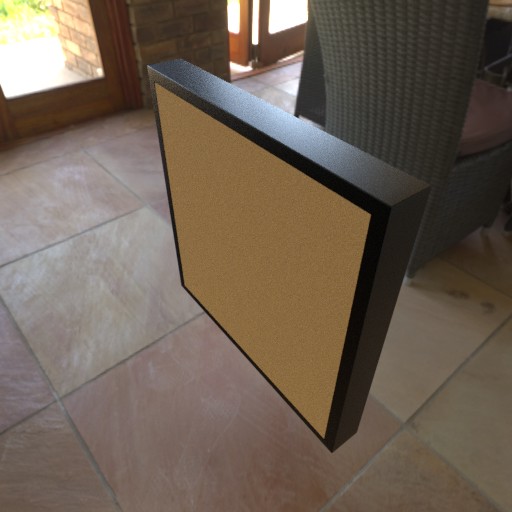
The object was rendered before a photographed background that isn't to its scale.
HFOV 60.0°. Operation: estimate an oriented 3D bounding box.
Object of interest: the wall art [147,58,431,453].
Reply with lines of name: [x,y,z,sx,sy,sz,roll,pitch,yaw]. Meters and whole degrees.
wall art: [0.000,0.000,0.445,0.037,0.299,0.299,-27,48,-27]
